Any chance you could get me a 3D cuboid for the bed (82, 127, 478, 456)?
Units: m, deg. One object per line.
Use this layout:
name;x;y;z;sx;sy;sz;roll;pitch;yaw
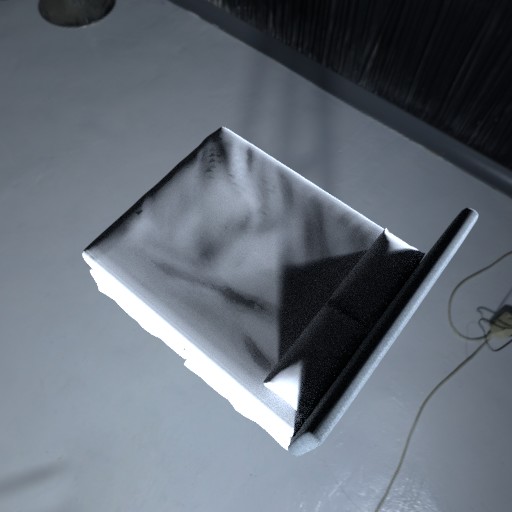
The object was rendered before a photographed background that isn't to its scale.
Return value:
bed;0.000;0.000;3.210;2.142;1.330;1.713;36;69;16
